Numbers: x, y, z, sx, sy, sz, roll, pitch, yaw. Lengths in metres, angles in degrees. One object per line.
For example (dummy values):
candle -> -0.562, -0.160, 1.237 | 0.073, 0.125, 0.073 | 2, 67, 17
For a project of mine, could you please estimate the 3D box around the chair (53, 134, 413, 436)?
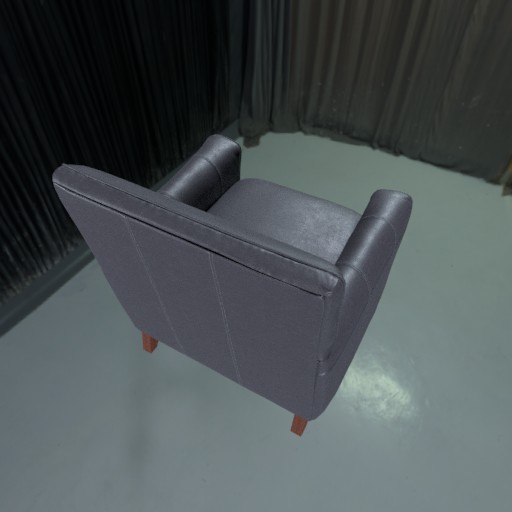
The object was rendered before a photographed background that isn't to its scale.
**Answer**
chair -> 0.000, 0.000, 1.596 | 0.870, 0.943, 0.825 | 23, 50, 20
